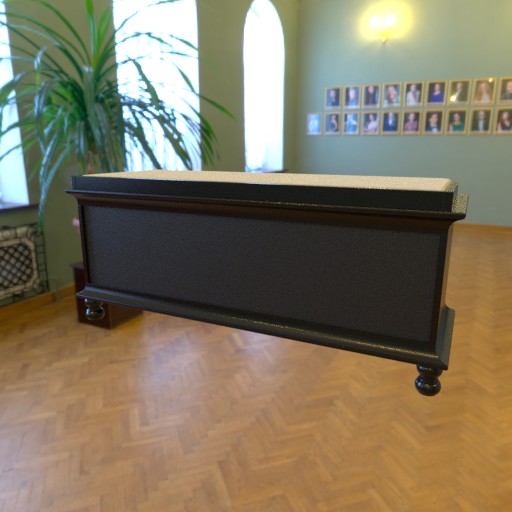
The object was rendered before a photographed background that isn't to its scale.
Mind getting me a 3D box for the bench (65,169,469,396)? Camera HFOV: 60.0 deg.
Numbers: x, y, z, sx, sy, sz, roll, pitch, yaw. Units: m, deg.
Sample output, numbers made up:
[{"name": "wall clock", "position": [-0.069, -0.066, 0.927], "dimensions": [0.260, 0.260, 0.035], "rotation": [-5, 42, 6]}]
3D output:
[{"name": "bench", "position": [0.000, 0.000, 1.415], "dimensions": [1.185, 0.501, 0.402], "rotation": [7, 16, 25]}]
